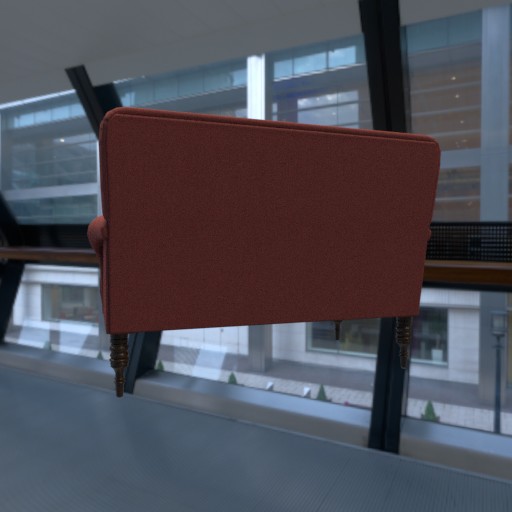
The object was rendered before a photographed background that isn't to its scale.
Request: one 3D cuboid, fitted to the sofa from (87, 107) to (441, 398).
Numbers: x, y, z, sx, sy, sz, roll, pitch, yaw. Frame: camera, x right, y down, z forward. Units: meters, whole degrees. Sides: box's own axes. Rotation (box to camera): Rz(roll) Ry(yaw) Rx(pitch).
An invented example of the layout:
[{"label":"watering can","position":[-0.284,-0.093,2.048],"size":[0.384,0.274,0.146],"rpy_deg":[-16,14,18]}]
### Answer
[{"label":"sofa","position":[0.000,0.000,1.808],"size":[1.297,0.889,0.779],"rpy_deg":[0,1,-18]}]
